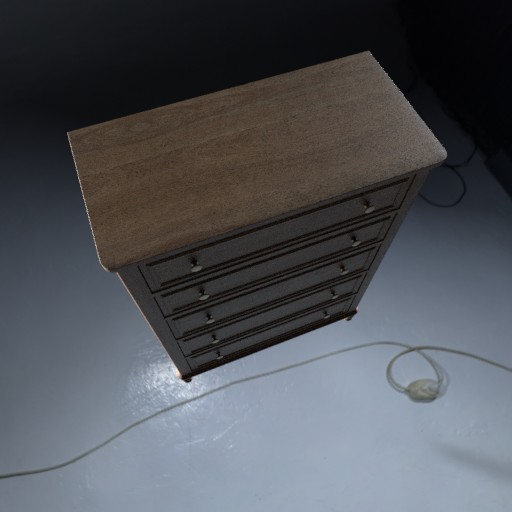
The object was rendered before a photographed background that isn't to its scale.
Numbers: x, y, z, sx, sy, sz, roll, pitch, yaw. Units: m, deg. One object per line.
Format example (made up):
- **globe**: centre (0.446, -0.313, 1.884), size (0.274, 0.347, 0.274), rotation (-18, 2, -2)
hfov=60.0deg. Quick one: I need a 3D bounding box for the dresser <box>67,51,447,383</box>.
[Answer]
- **dresser**: centre (0.000, 0.000, 1.827), size (0.973, 1.318, 0.484), rotation (-19, 63, -10)
